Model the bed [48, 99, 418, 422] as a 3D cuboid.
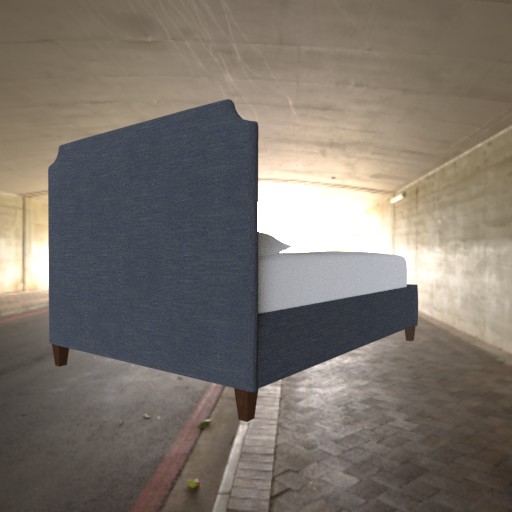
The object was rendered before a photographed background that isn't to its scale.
[{"bbox_3d":[0.000,0.000,3.336,1.713,1.443,2.372,0,1,37],"label":"bed"}]
